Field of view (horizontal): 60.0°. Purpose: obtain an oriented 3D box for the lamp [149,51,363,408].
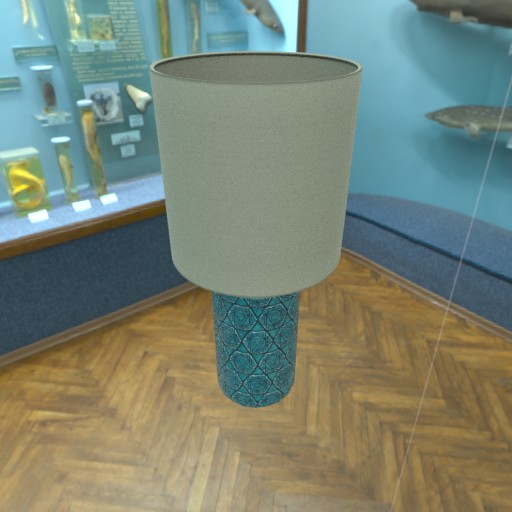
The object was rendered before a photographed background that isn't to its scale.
[{"bbox_3d":[0.000,0.000,0.743,0.278,0.597,0.278,-21,37,-31],"label":"lamp"}]
